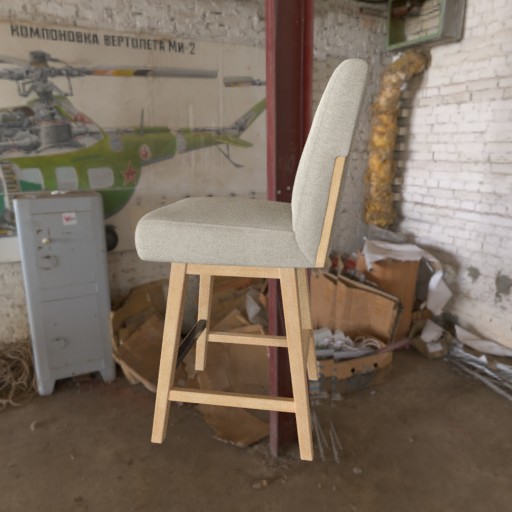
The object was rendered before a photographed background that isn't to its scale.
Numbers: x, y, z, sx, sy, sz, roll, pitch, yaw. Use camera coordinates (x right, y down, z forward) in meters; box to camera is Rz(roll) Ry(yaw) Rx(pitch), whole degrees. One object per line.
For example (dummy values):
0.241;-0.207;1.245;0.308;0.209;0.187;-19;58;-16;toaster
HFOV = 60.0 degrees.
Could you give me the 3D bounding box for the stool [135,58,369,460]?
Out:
0.000;0.000;1.404;0.606;1.085;0.507;2;15;9;stool
